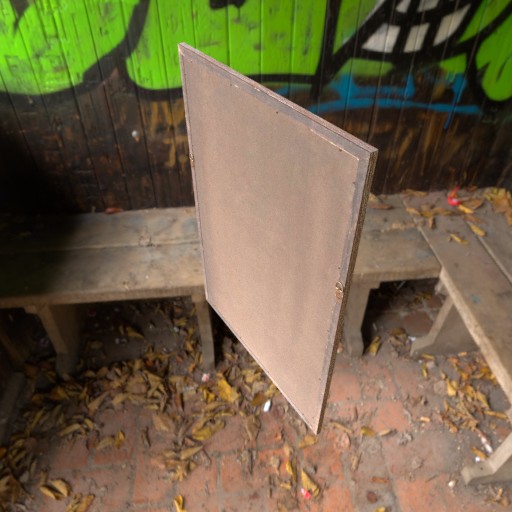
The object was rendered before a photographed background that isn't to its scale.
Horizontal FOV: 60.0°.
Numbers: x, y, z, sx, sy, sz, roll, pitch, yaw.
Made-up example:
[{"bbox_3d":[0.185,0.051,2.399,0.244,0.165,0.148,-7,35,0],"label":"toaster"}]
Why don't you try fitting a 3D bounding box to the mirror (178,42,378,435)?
[{"bbox_3d":[0.000,0.000,1.290,0.025,0.996,0.705,-25,48,-25],"label":"mirror"}]
